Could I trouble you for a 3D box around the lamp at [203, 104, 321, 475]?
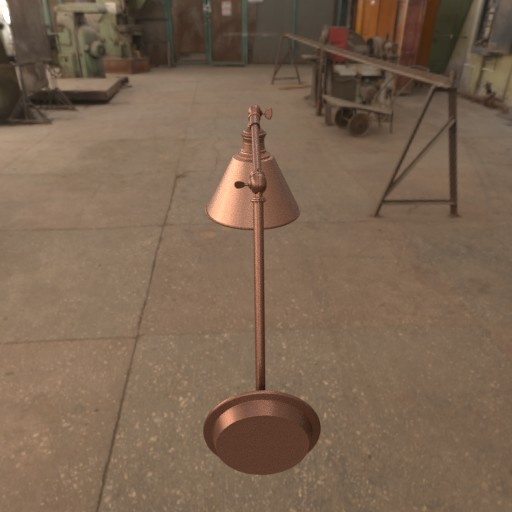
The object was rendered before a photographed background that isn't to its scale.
[{"bbox_3d":[0.000,0.000,0.875,0.223,0.502,0.624,-1,29,-2],"label":"lamp"}]
